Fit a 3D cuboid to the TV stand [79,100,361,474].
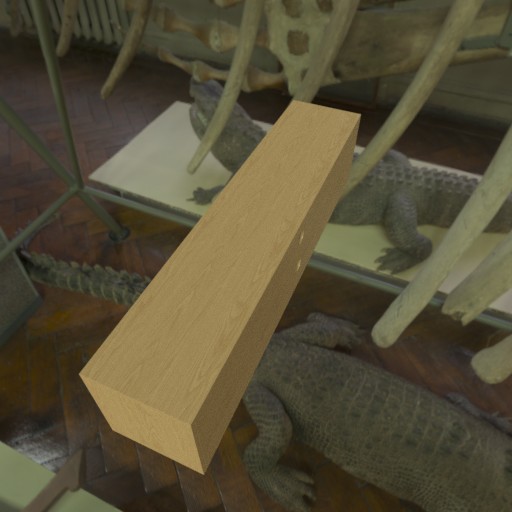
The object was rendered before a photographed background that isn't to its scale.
[{"bbox_3d":[0.000,0.000,1.995,0.400,0.580,1.760,18,50,16],"label":"TV stand"}]
